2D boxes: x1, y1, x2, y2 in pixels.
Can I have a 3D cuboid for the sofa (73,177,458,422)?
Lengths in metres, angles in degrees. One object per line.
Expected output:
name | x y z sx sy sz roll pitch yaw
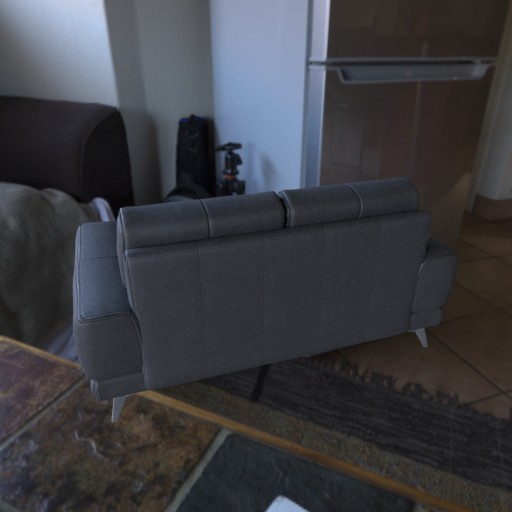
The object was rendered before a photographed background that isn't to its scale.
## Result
sofa | 0.000 0.000 2.347 1.806 0.907 1.018 -9 28 -17
